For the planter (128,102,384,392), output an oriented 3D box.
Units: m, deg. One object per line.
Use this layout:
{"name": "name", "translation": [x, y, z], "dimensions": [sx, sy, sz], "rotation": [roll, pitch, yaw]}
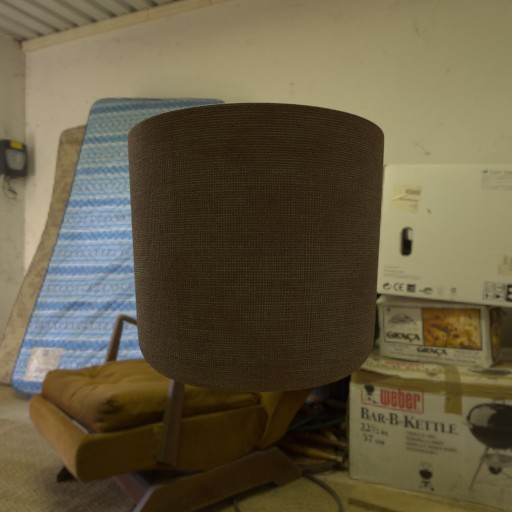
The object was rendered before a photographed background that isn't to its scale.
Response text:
{"name": "planter", "translation": [0.000, 0.000, 0.791], "dimensions": [0.440, 0.398, 0.440], "rotation": [0, 0, 0]}
